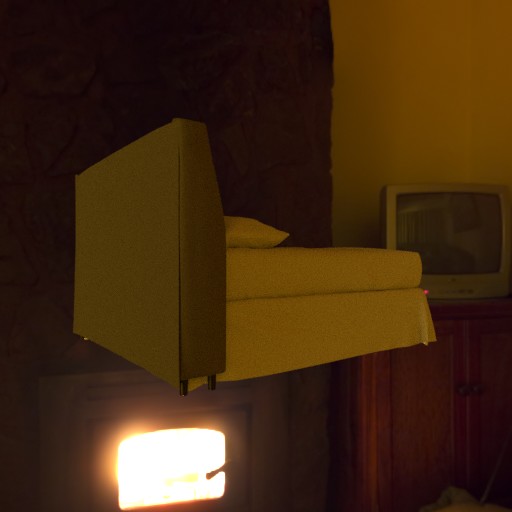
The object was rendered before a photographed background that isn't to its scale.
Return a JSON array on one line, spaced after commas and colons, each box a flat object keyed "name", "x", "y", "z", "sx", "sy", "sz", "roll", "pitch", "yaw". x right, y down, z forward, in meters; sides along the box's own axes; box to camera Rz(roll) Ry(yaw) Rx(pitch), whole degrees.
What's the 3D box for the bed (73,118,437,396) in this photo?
[{"name": "bed", "x": 0.000, "y": 0.000, "z": 3.476, "sx": 2.276, "sy": 1.332, "sz": 1.925, "roll": 0, "pitch": 0, "yaw": -36}]
